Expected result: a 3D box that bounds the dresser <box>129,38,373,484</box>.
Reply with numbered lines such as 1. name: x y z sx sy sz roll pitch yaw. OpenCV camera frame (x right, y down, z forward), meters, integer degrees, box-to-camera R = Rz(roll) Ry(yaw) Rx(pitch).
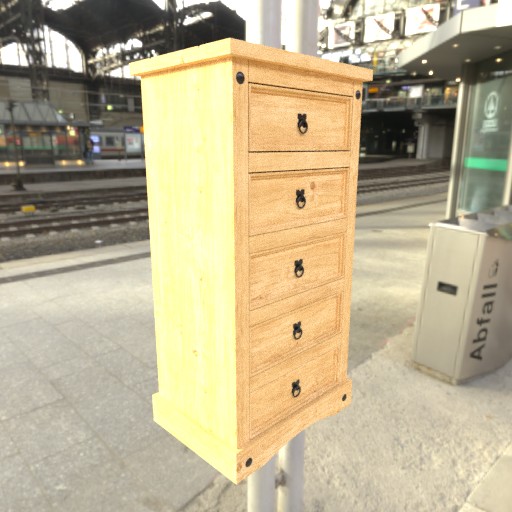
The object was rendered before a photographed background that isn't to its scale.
1. dresser: 0.000 0.000 1.309 0.531 1.041 0.390 -13 19 -43
